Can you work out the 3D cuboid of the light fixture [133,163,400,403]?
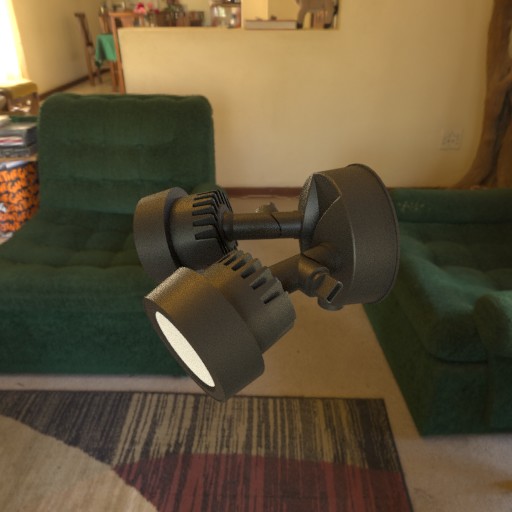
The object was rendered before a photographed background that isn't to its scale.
[{"bbox_3d":[0.000,0.000,0.326,0.168,0.120,0.213,-8,31,-14],"label":"light fixture"}]
